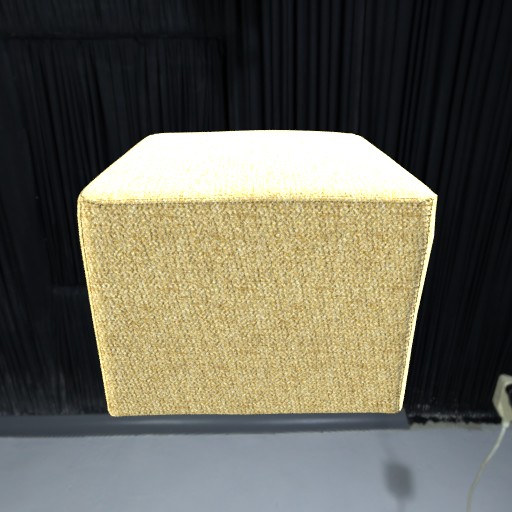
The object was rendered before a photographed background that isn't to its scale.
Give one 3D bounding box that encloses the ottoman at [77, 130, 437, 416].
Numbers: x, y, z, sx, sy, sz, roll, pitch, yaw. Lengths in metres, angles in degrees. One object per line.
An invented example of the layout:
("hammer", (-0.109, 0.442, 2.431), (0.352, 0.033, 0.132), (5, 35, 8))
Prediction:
("ottoman", (0.000, 0.000, 0.894), (0.505, 0.441, 0.512), (0, 25, -1))
